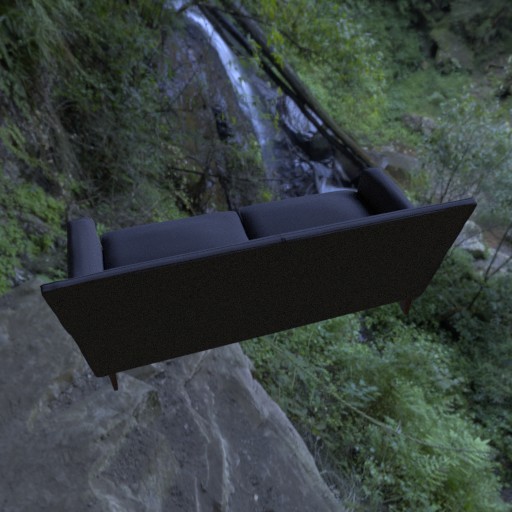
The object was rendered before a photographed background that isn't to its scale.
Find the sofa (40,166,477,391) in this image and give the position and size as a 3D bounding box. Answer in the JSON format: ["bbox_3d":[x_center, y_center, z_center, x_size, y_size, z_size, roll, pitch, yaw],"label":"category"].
[{"bbox_3d":[0.000,0.000,2.507,2.002,0.907,0.843,-12,44,-13],"label":"sofa"}]
